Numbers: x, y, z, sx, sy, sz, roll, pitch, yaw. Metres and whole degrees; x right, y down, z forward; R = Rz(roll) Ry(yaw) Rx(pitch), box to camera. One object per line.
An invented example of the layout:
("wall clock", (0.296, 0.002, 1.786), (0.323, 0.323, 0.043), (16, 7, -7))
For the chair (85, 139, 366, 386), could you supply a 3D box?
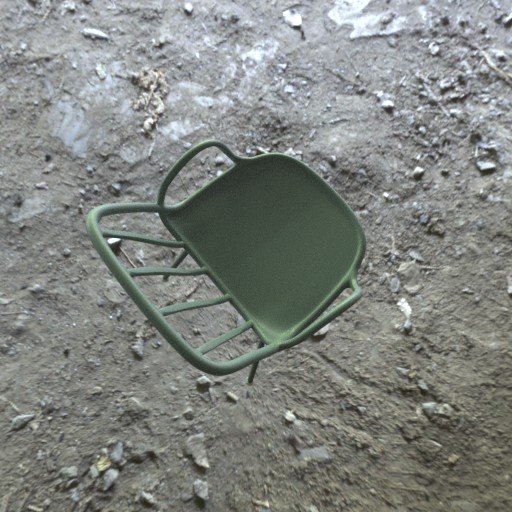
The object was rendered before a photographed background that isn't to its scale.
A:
("chair", (0.000, 0.000, 1.241), (0.597, 0.816, 0.549), (-39, 78, -10))
